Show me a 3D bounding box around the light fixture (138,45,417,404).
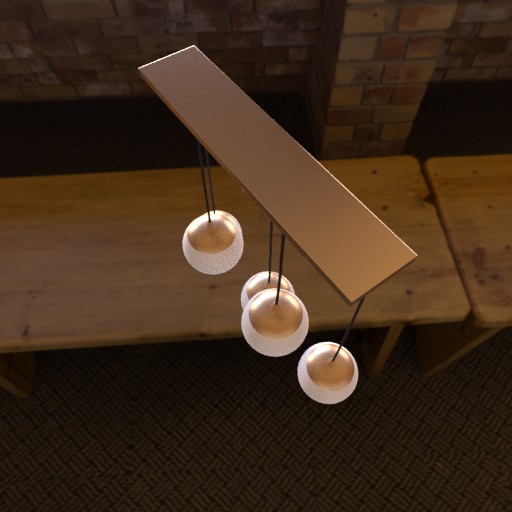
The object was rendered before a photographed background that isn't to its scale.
[{"bbox_3d":[0.000,0.000,1.297,0.299,0.869,0.863,-31,63,-18],"label":"light fixture"}]
